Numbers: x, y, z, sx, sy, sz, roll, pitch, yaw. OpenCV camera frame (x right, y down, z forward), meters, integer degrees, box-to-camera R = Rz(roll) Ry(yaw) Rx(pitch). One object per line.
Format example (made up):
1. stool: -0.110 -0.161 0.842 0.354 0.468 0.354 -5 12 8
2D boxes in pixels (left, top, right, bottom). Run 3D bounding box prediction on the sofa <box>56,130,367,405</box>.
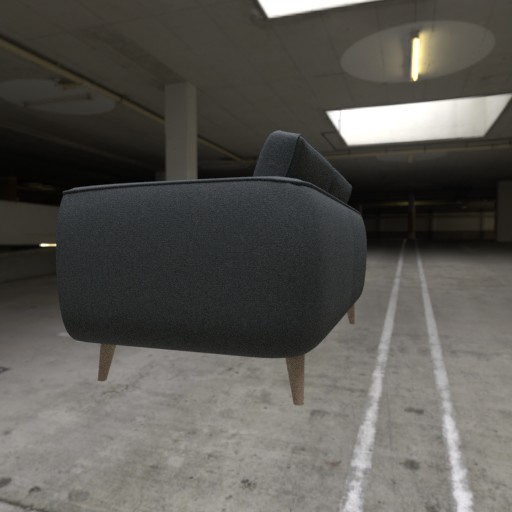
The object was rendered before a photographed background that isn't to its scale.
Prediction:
1. sofa: 0.000 0.000 2.116 0.920 0.850 1.700 1 2 19
